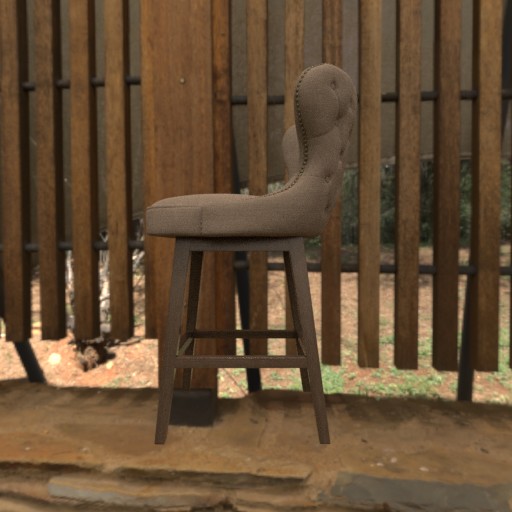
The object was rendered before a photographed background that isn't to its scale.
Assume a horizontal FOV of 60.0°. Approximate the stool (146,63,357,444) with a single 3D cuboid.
[{"bbox_3d":[0.000,0.000,1.369,0.597,0.972,0.615,0,1,0],"label":"stool"}]
